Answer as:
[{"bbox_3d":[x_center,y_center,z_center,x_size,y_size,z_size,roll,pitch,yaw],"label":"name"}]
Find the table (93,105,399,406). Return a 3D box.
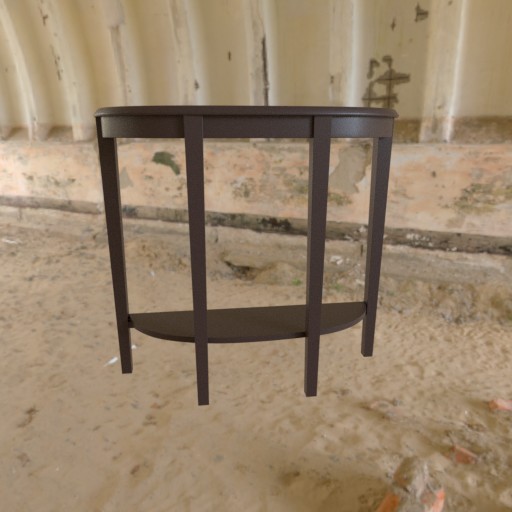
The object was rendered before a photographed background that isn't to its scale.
[{"bbox_3d":[0.000,0.000,1.312,0.909,0.831,0.274,-2,16,-8],"label":"table"}]
